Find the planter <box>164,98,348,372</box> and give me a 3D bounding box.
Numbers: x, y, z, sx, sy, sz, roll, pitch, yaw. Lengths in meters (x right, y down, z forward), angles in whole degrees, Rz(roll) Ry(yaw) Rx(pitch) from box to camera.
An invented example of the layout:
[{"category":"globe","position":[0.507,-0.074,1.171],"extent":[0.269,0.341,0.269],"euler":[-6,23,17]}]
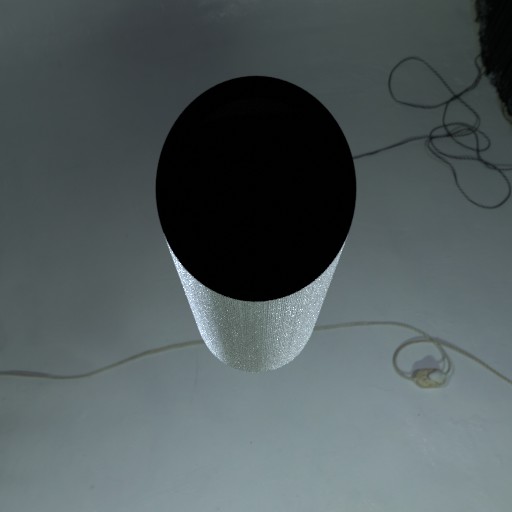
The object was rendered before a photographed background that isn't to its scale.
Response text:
[{"category":"planter","position":[0.000,0.000,0.129],"extent":[0.045,0.103,0.045],"euler":[-13,63,-6]}]
